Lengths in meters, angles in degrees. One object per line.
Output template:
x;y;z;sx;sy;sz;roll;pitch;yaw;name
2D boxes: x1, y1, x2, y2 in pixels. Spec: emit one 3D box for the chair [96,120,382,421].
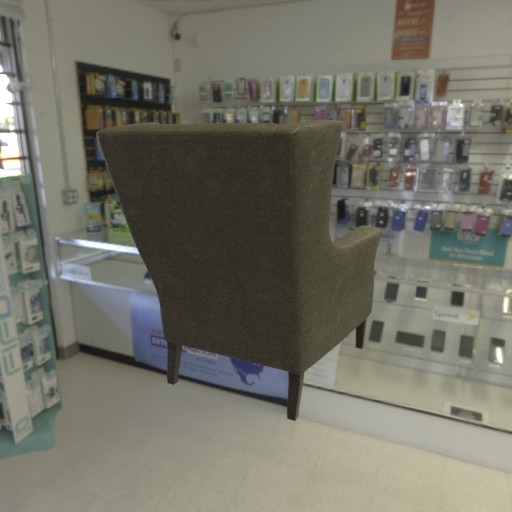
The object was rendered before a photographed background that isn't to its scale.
0.000;0.000;1.761;0.853;1.016;0.926;8;17;25;chair
